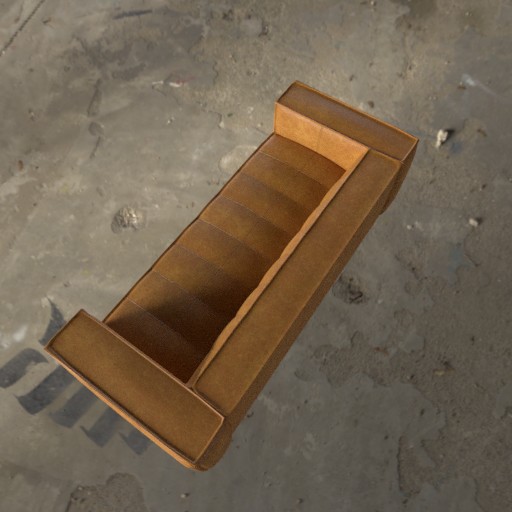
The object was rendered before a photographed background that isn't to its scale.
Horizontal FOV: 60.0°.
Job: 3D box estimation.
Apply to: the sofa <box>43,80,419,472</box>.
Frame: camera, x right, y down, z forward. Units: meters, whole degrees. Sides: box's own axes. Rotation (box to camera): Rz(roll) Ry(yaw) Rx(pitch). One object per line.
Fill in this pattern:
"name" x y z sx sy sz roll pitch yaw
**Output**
"sofa" 0.000 0.000 3.031 1.102 0.701 2.581 31 66 16
